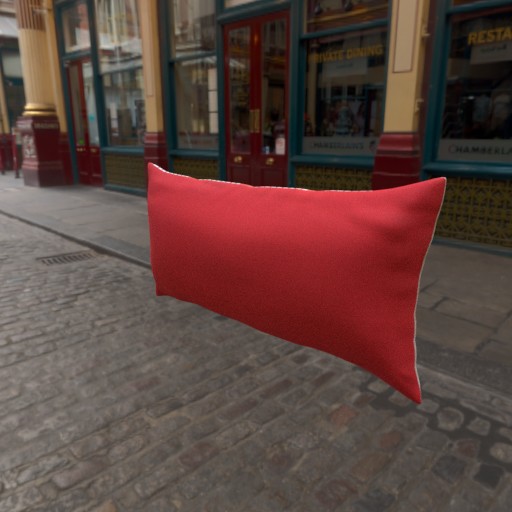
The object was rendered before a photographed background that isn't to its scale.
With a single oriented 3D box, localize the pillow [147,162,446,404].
[{"bbox_3d":[0.000,0.000,0.751,0.608,0.297,0.151,14,20,42],"label":"pillow"}]
